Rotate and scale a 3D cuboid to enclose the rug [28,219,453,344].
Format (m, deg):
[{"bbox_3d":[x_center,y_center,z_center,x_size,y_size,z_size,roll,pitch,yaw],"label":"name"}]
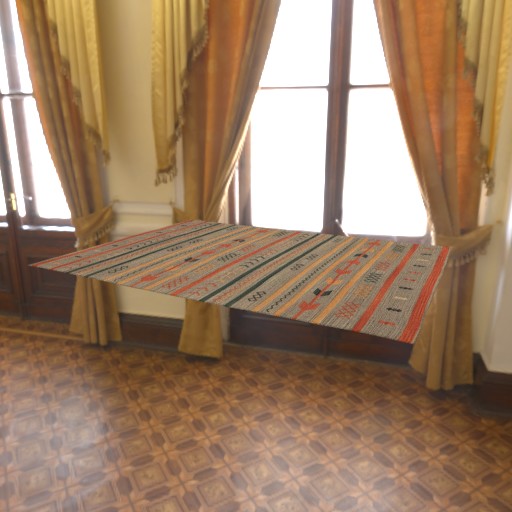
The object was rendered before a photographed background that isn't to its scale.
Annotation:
[{"bbox_3d":[0.000,0.000,3.907,3.029,0.022,2.263,8,17,27],"label":"rug"}]
